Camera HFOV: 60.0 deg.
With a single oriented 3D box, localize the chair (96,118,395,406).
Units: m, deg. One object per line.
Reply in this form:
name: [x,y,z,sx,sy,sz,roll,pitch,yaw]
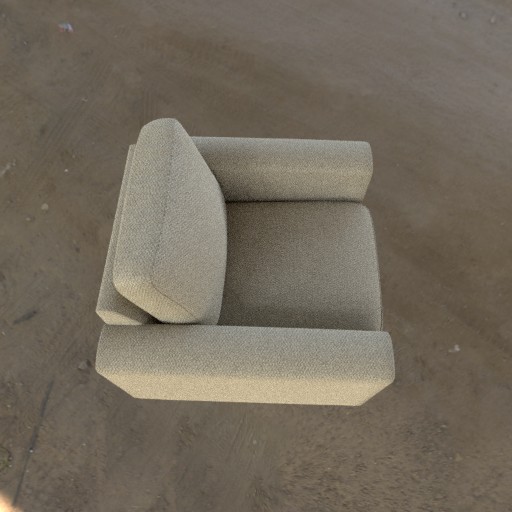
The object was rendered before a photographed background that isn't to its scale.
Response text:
chair: [0.000,0.000,1.761,1.016,0.873,1.005,2,63,1]
